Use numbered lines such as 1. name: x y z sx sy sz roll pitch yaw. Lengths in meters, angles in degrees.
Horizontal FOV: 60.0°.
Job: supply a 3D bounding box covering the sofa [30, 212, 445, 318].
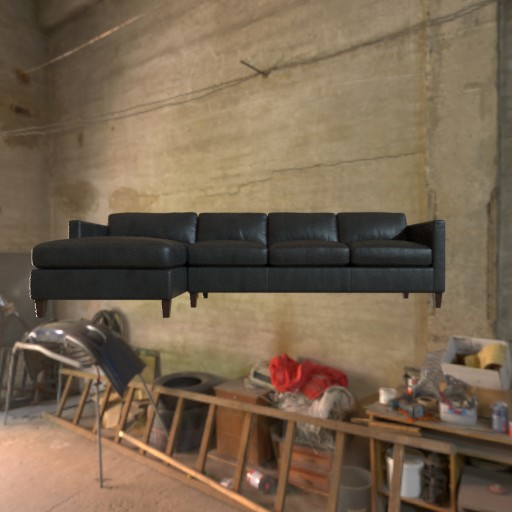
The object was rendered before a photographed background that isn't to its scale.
1. sofa: 0.000 0.000 3.885 3.203 0.883 1.581 0 0 1
